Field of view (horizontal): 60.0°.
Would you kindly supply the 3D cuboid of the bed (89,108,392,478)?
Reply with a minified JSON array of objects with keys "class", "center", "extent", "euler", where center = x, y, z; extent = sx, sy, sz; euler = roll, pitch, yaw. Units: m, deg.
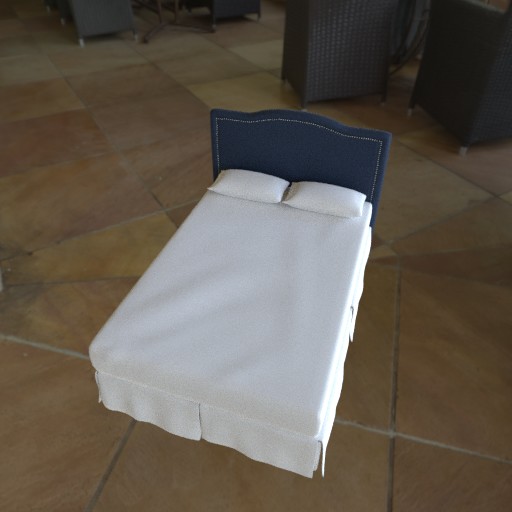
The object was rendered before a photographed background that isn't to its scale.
[{"class":"bed","center":[0.000,0.000,3.544],"extent":[1.741,1.441,2.507],"euler":[12,42,14]}]
